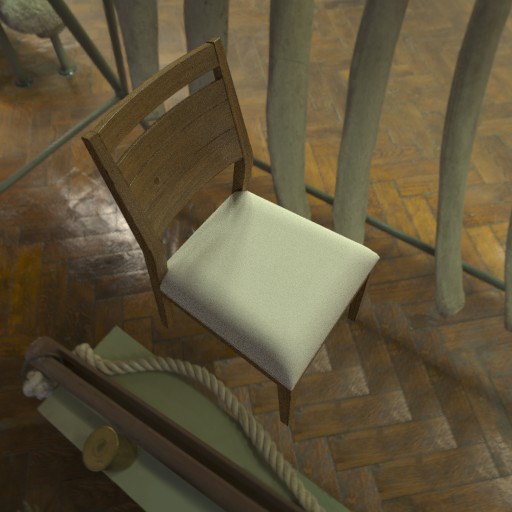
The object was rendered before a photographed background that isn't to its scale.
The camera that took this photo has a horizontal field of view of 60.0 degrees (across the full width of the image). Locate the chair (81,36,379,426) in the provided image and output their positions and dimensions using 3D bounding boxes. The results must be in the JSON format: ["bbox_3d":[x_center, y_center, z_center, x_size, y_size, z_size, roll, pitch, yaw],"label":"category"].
[{"bbox_3d":[0.000,0.000,1.282,0.610,0.939,0.497,31,63,18],"label":"chair"}]
